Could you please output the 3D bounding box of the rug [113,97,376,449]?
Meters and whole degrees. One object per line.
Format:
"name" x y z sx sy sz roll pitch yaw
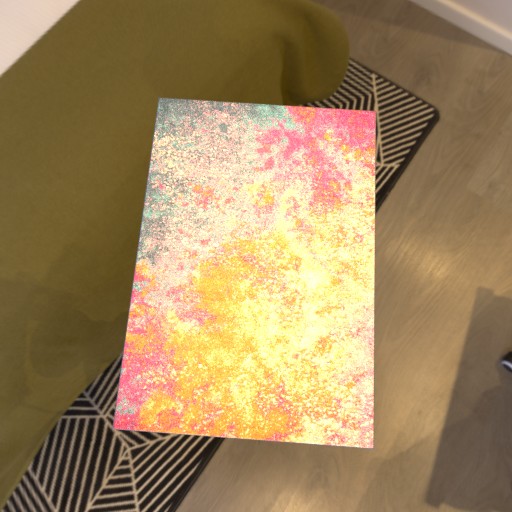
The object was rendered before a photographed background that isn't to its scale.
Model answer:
"rug" 0.000 0.000 3.733 2.007 0.013 2.896 4 76 1
